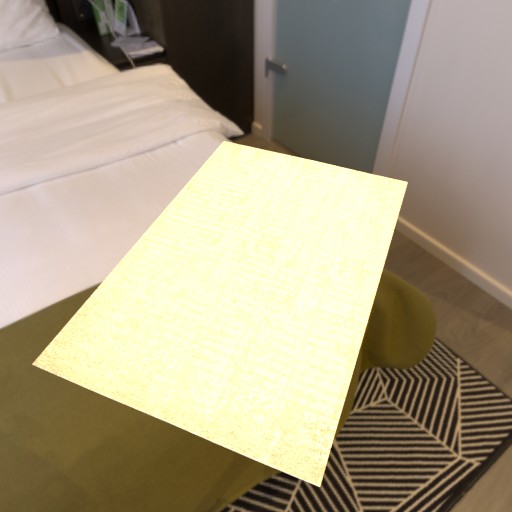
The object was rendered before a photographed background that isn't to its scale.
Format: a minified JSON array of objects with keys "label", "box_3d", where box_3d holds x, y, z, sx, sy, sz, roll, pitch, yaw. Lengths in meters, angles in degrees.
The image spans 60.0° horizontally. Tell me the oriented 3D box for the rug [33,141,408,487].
[{"label":"rug","box_3d":[0.000,0.000,2.224,1.211,0.007,1.827,16,48,15]}]
